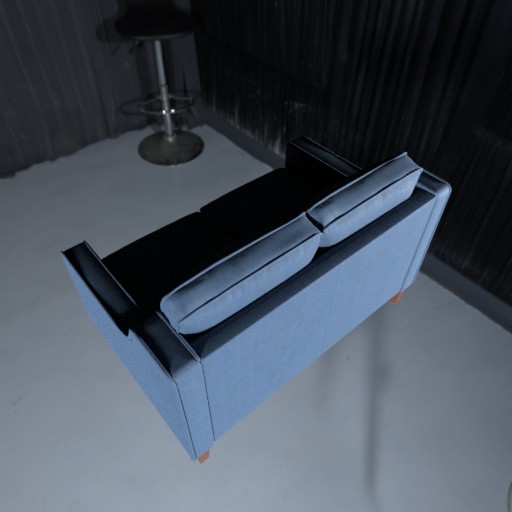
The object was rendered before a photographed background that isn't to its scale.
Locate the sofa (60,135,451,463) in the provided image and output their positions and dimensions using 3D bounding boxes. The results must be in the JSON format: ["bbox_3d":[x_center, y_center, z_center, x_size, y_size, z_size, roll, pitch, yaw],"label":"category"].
[{"bbox_3d":[0.000,0.000,2.168,1.501,0.971,0.987,-31,54,-27],"label":"sofa"}]
